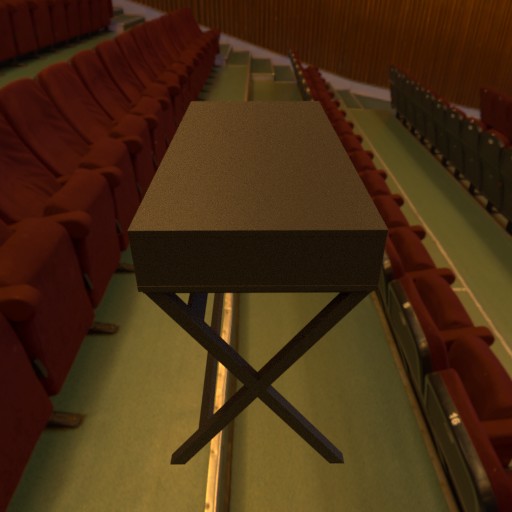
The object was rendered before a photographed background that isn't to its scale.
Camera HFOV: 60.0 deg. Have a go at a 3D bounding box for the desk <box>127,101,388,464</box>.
[{"bbox_3d":[0.000,0.000,1.510,0.504,0.780,1.057,0,32,0],"label":"desk"}]
